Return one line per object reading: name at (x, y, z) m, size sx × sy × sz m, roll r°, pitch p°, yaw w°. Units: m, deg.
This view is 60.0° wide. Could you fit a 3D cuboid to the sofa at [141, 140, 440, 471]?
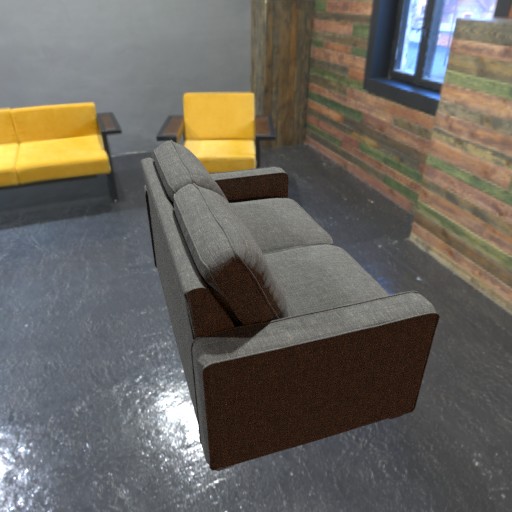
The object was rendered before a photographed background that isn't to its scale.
sofa at (0.000, 0.000, 2.294) m, size 0.947 × 0.918 × 1.709 m, roll -10°, pitch 32°, yaw -16°
